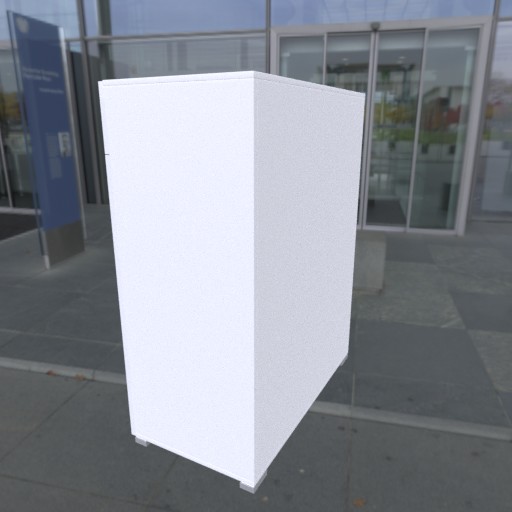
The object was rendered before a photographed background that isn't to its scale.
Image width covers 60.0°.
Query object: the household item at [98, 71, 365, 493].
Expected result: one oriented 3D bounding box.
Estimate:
[{"bbox_3d":[0.000,0.000,1.424,0.420,1.010,0.790,9,19,27],"label":"household item"}]
